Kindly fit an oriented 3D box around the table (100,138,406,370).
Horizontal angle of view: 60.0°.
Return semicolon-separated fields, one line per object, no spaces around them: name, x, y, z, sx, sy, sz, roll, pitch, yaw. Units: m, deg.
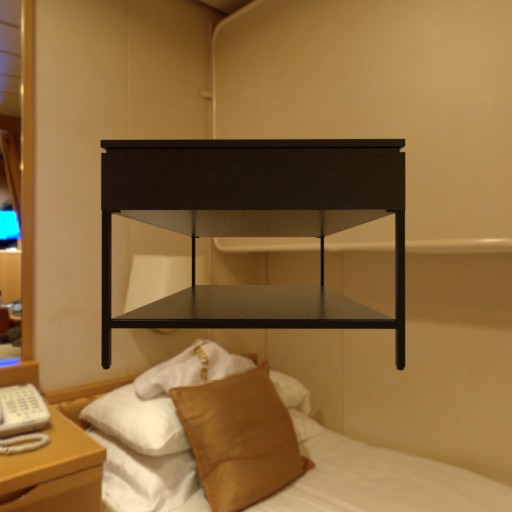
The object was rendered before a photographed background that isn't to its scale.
table;0.000;0.000;1.379;0.574;0.435;1.095;0;0;1
